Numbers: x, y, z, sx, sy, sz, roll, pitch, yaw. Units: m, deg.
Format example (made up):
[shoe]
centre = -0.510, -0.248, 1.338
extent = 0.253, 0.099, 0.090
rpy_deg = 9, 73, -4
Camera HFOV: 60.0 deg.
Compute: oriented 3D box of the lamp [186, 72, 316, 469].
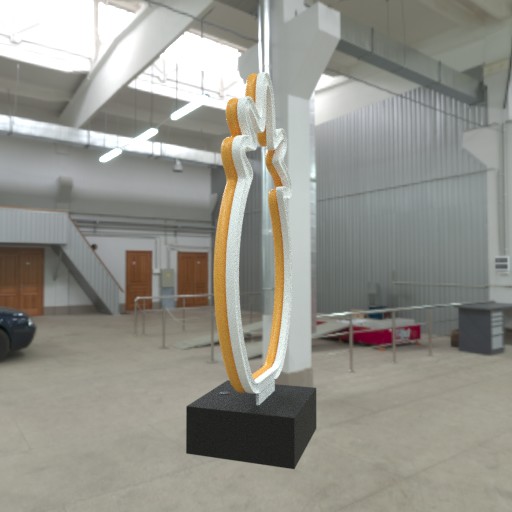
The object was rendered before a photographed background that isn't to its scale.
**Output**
[lamp]
centre = 0.000, 0.000, 0.385
extent = 0.088, 0.317, 0.167
rpy_deg = -1, -2, 18
